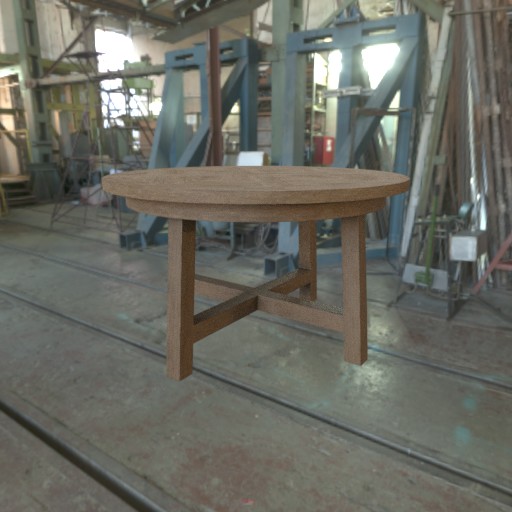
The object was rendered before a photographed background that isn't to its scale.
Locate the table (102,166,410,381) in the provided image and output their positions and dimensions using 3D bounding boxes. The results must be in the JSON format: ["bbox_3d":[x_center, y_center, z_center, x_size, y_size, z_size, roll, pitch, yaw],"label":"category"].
[{"bbox_3d":[0.000,0.000,2.097,1.319,0.762,1.319,0,15,0],"label":"table"}]
